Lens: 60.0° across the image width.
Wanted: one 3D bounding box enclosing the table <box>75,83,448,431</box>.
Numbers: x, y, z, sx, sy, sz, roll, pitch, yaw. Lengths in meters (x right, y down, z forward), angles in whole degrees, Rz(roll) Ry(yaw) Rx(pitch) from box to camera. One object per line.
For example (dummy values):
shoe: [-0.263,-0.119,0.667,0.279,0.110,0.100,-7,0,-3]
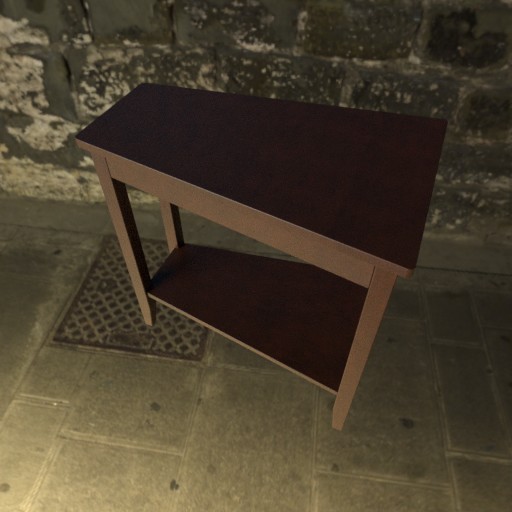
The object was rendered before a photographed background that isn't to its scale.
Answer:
table: [0.000,0.000,0.987,0.605,0.589,0.399,17,49,15]
